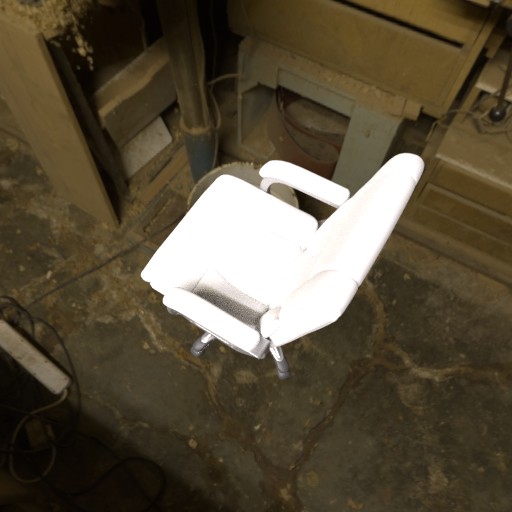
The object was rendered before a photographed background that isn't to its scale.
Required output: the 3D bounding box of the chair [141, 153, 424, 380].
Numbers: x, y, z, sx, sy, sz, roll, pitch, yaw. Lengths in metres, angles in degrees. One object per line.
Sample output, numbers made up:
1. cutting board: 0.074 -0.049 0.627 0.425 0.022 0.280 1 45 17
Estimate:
1. chair: 0.000 0.000 1.583 0.738 1.120 0.687 29 68 13
